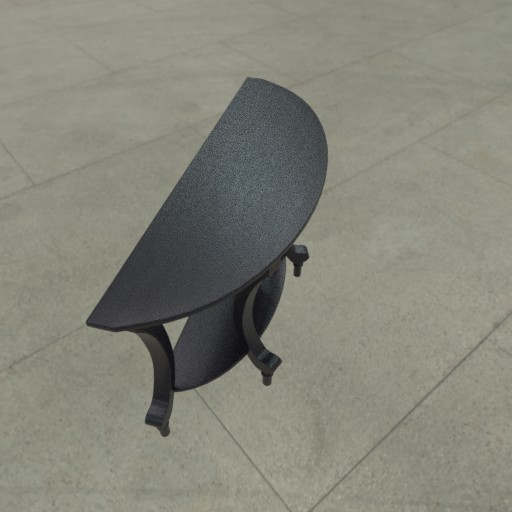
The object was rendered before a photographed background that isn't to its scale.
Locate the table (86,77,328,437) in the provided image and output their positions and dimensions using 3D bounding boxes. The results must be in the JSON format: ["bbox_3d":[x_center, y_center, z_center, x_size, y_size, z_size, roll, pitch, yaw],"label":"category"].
[{"bbox_3d":[0.000,0.000,1.518,0.394,0.692,1.198,11,47,11],"label":"table"}]
